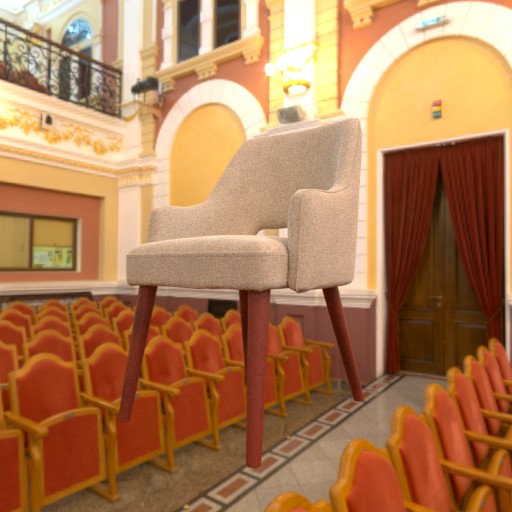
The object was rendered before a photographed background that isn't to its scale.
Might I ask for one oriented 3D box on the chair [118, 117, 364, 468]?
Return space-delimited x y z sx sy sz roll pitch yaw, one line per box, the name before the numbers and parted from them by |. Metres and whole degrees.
chair | 0.000 0.000 1.248 0.548 0.849 0.605 -1 -1 37
